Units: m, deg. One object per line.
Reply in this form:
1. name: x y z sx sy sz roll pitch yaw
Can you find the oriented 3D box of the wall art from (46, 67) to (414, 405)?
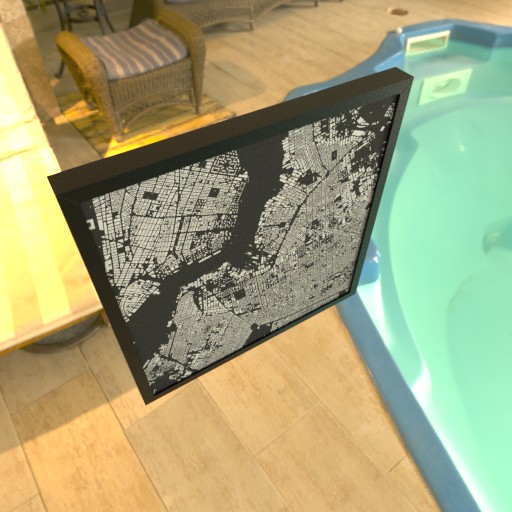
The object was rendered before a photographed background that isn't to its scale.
1. wall art: 0.000 0.000 0.741 0.506 0.506 0.038 -24 52 -21
